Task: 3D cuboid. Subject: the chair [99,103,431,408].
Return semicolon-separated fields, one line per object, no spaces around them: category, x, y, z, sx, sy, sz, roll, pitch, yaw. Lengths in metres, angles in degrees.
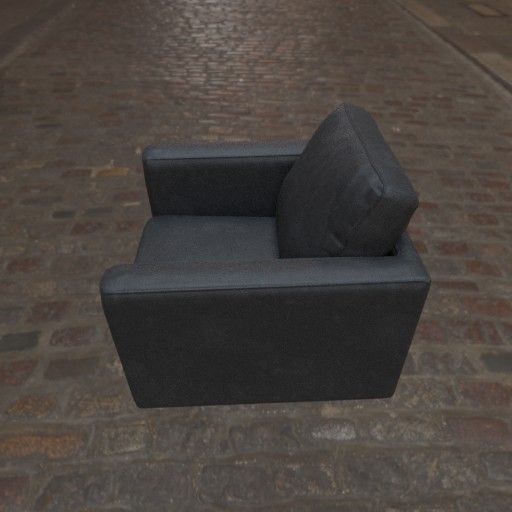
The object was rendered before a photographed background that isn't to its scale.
chair;0.000;0.000;1.558;0.879;0.898;0.831;-2;40;-2
